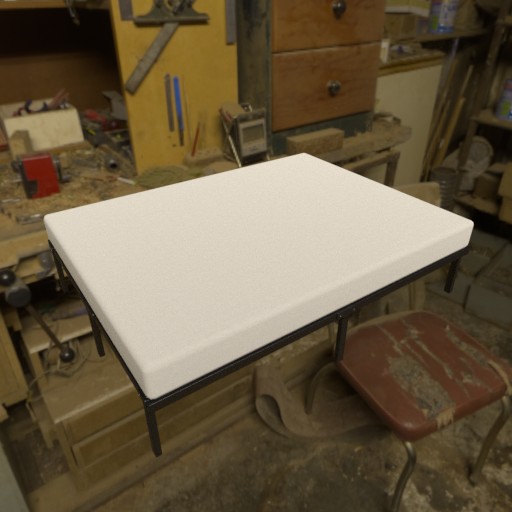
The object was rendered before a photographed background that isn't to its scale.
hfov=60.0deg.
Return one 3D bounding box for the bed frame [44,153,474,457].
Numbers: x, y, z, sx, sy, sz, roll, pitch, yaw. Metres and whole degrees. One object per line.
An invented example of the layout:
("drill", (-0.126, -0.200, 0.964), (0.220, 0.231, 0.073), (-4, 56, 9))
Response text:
("bed frame", (0.000, 0.000, 3.503), (2.635, 0.680, 1.990), (-20, 37, -29))
